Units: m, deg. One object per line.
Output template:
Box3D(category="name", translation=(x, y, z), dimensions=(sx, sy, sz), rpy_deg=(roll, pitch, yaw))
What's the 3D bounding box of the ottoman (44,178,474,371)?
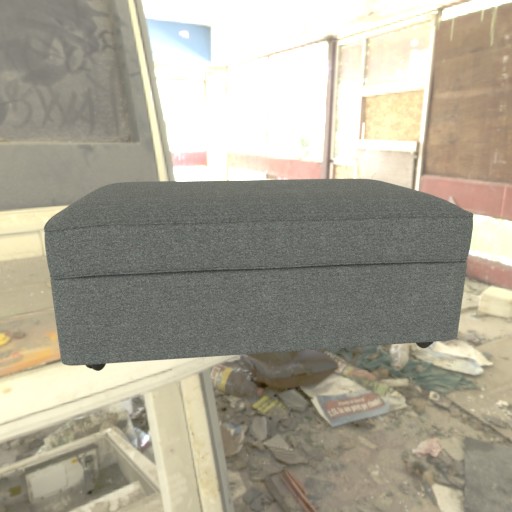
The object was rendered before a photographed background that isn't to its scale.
Box3D(category="ottoman", translation=(0.000, 0.000, 1.532), dimensions=(1.173, 0.494, 0.681), rpy_deg=(-2, 16, -8))
